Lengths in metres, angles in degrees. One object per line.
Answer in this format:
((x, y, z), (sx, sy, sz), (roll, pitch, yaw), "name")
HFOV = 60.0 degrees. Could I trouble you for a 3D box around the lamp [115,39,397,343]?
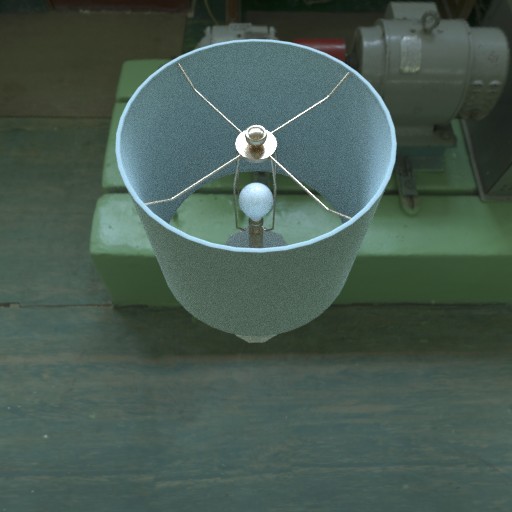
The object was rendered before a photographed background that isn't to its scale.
((0.000, 0.000, 0.676), (0.277, 0.534, 0.277), (-2, 62, -1), "lamp")
